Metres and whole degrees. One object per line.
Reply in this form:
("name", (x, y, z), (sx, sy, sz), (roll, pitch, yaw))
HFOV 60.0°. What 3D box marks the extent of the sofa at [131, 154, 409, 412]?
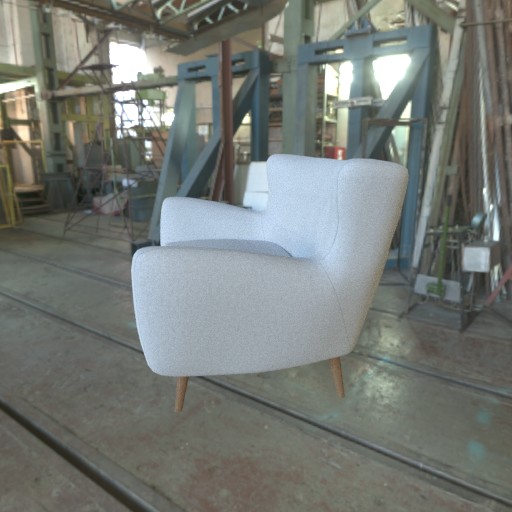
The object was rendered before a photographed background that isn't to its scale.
("sofa", (0.000, 0.000, 1.988), (0.921, 0.878, 1.424), (-2, 14, -8))
